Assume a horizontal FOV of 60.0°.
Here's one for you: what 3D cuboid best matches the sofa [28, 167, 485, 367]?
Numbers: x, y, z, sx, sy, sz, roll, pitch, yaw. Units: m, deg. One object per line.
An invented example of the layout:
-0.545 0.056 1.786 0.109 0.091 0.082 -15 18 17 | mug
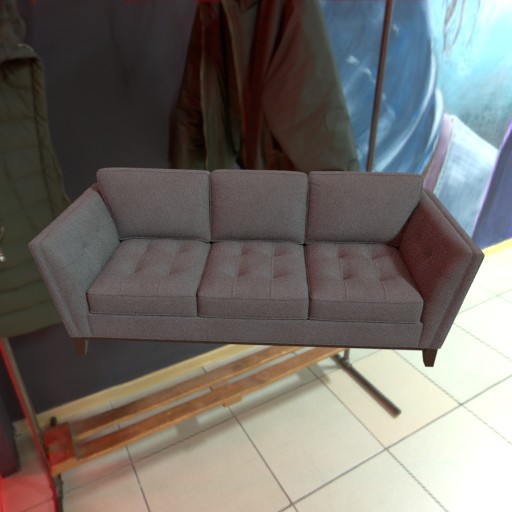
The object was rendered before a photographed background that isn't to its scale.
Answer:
0.000 0.000 2.868 2.387 0.940 0.965 1 29 2 | sofa
